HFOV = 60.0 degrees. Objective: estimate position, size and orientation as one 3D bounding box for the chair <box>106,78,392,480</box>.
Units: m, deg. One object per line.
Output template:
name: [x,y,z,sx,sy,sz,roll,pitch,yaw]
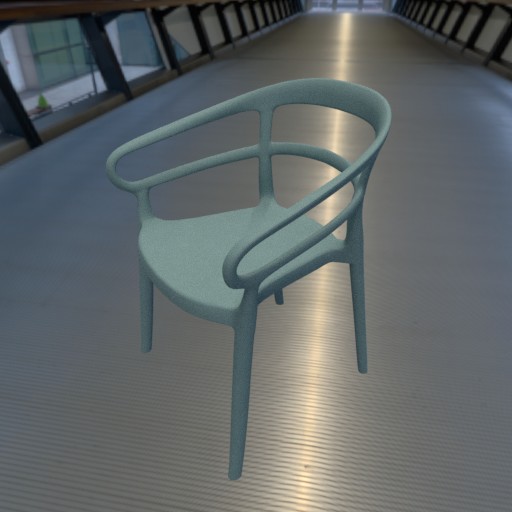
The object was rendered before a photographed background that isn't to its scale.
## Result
chair: [0.000,0.000,1.097,0.527,0.761,0.559,-21,37,-30]
